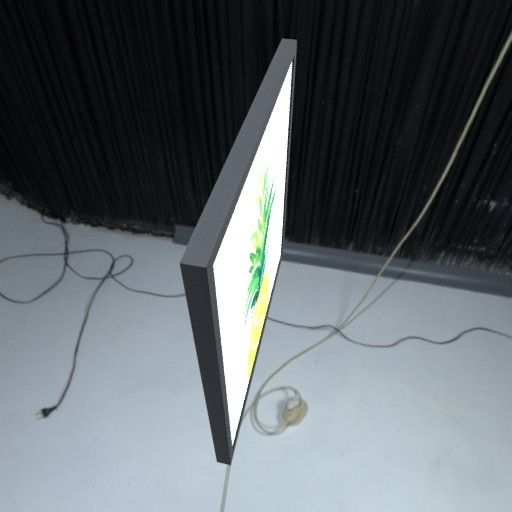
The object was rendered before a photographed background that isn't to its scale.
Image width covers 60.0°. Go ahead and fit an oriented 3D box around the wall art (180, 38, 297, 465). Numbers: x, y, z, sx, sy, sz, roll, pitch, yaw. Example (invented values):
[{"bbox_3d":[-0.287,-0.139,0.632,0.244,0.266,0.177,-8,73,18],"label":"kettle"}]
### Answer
[{"bbox_3d":[0.000,0.000,1.110,0.037,0.760,0.762,9,48,9],"label":"wall art"}]
